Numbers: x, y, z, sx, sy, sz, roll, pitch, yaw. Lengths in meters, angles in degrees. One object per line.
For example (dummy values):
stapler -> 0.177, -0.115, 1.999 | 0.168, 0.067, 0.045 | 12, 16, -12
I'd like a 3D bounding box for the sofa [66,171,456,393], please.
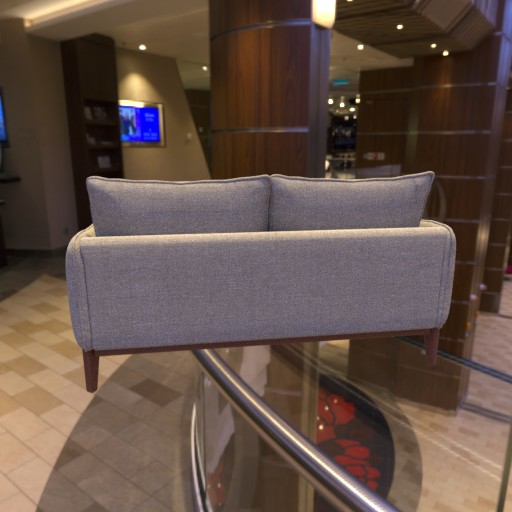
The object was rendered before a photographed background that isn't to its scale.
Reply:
sofa -> 0.000, 0.000, 2.183 | 1.580, 0.851, 0.972 | -2, 14, -9
